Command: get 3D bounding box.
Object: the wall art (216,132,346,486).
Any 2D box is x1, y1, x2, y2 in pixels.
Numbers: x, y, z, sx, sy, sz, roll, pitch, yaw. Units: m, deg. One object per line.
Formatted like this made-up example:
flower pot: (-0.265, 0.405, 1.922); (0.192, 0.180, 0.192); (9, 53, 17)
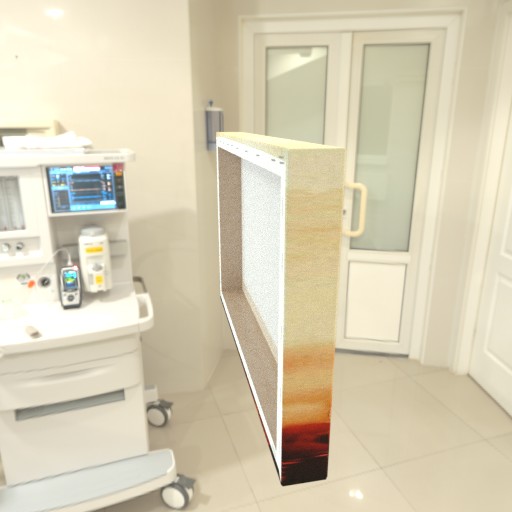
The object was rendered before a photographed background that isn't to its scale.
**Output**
wall art: (0.000, 0.000, 0.483); (0.037, 0.251, 0.383); (-3, 17, -11)
